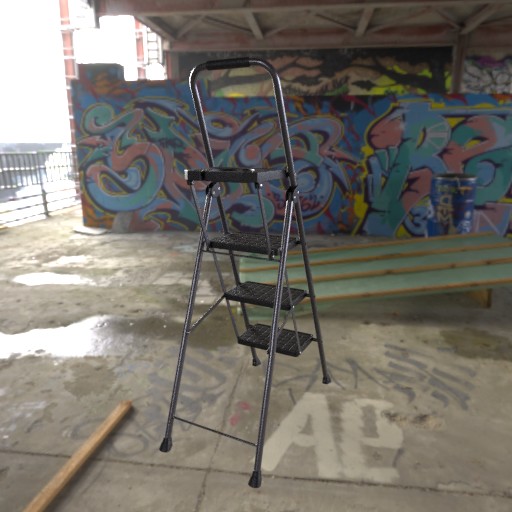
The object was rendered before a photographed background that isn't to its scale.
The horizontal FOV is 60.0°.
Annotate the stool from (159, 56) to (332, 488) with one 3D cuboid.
[{"bbox_3d":[0.000,0.000,1.611,0.396,1.277,0.733,7,16,27],"label":"stool"}]
